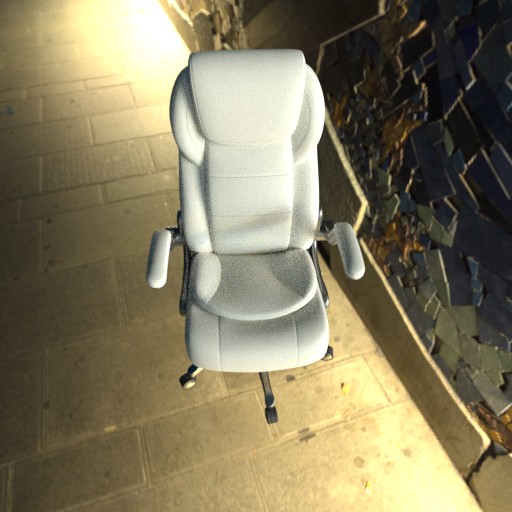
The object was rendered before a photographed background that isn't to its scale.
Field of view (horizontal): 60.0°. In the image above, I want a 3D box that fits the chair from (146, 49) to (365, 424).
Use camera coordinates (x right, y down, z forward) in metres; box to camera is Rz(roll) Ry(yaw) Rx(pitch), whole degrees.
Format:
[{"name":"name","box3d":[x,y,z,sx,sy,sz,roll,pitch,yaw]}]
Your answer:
[{"name":"chair","box3d":[0.000,0.000,1.760,0.755,1.330,0.806,-3,45,-2]}]
